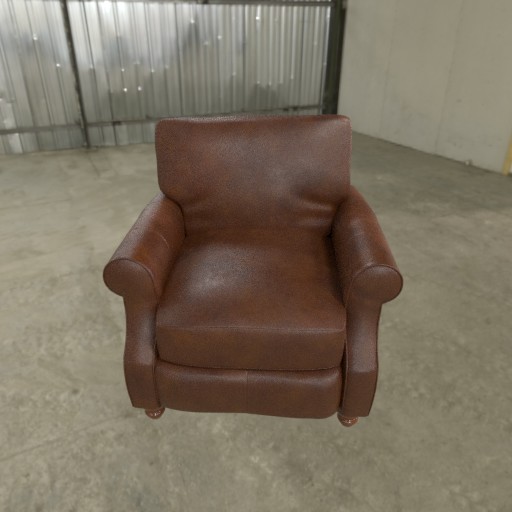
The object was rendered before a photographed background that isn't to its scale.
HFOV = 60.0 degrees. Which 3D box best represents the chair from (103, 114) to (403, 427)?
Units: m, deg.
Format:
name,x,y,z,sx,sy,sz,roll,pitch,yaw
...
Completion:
name,x,y,z,sx,sy,sz,roll,pitch,yaw
chair,0.000,0.000,1.761,0.989,0.972,0.992,1,28,3
